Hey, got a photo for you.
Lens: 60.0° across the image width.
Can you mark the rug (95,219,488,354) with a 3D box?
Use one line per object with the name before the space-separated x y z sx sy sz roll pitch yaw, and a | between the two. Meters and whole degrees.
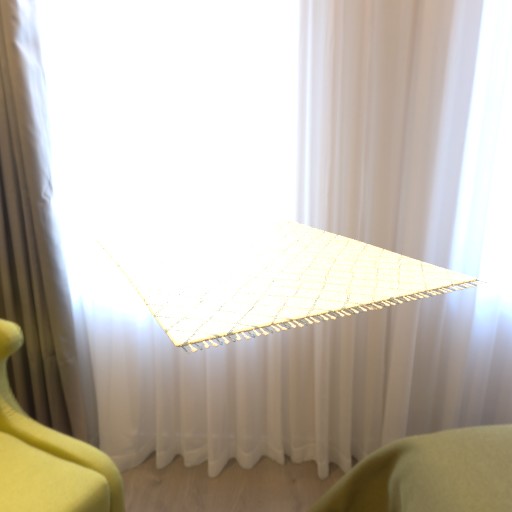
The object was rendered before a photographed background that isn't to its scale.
rug | 0.000 0.000 4.876 2.892 0.036 3.585 -8 17 -27
